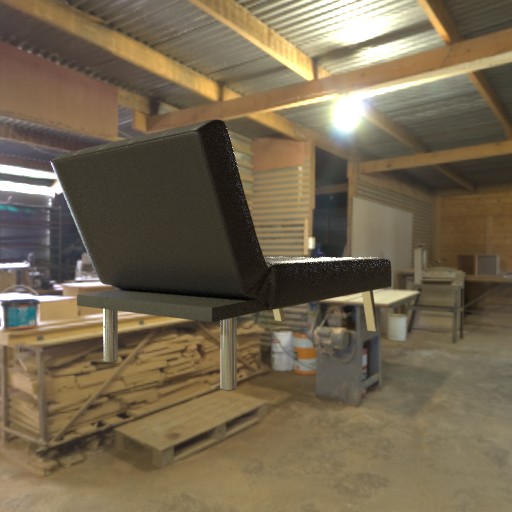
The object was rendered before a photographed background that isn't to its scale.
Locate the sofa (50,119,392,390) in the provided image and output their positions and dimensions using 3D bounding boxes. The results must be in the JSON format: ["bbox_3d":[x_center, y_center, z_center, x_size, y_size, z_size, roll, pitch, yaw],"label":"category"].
[{"bbox_3d":[0.000,0.000,2.036,0.760,0.820,1.560,0,1,36],"label":"sofa"}]
